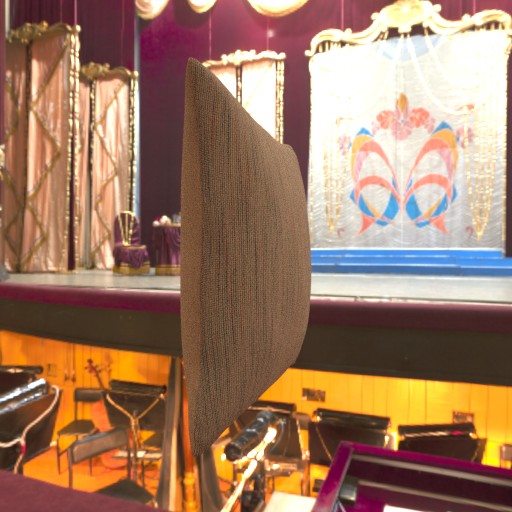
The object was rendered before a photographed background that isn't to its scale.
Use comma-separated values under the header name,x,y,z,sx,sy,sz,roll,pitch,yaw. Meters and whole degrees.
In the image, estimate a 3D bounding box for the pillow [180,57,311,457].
name,x,y,z,sx,sy,sz,roll,pitch,yaw
pillow,0.000,0.000,0.797,0.178,0.506,0.512,0,0,19
